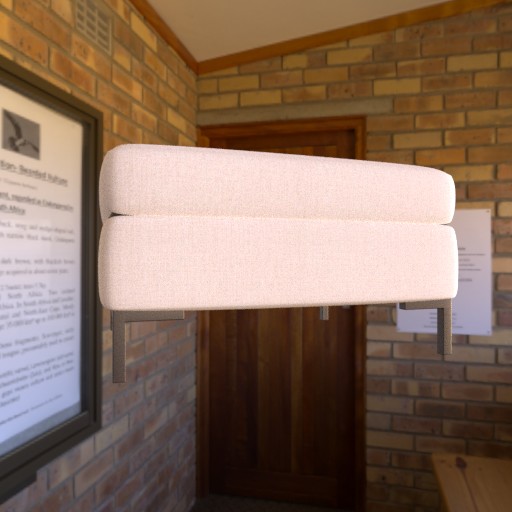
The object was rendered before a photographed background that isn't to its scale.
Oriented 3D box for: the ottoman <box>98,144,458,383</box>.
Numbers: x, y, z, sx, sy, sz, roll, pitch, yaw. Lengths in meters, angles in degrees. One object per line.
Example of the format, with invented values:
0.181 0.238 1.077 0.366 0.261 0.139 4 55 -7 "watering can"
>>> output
0.000 0.000 1.189 0.794 0.453 0.657 0 0 -18 "ottoman"
